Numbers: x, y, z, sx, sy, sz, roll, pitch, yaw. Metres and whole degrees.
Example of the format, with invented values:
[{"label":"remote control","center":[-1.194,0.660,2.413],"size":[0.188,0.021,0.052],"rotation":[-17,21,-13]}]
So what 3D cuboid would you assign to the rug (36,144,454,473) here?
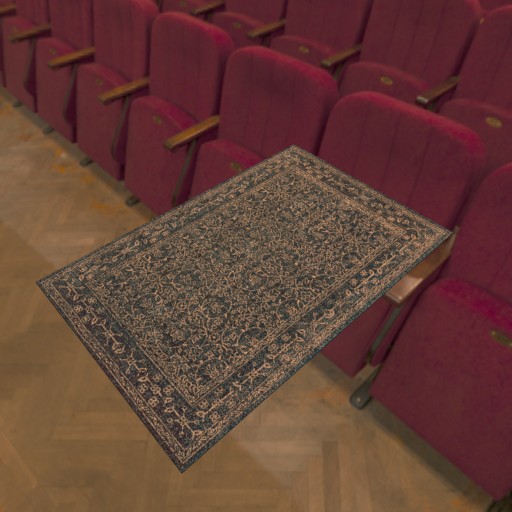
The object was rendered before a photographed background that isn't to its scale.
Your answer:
[{"label":"rug","center":[0.000,0.000,2.284],"size":[1.819,0.005,1.200],"rotation":[-34,55,-28]}]
